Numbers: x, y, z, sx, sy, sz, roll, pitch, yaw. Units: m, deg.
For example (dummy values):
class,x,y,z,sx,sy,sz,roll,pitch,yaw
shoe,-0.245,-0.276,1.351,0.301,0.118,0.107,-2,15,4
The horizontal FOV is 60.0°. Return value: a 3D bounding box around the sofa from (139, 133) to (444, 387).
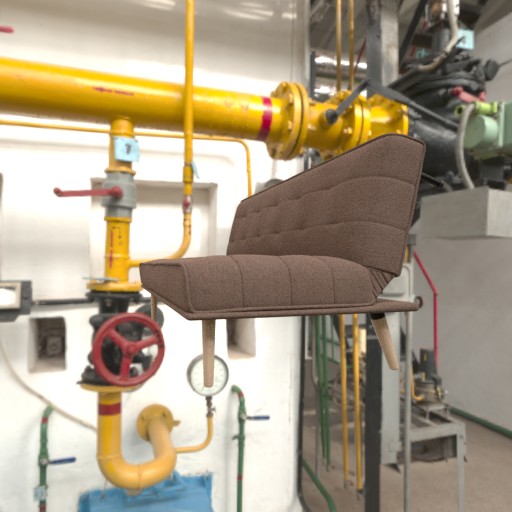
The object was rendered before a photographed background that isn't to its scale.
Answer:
class,x,y,z,sx,sy,sz,roll,pitch,yaw
sofa,0.000,0.000,2.251,1.038,0.810,1.820,0,-1,-18
